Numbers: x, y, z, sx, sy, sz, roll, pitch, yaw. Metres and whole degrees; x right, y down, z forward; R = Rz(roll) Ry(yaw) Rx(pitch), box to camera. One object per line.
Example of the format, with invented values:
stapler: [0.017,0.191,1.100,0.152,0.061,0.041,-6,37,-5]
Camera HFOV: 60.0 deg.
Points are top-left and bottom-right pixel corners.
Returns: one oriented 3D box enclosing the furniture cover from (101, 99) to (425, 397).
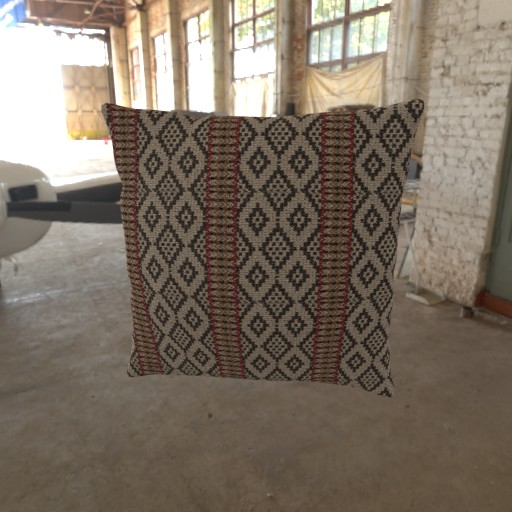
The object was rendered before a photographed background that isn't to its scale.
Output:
furniture cover: [0.000,0.000,0.761,0.503,0.506,0.182,2,17,7]
